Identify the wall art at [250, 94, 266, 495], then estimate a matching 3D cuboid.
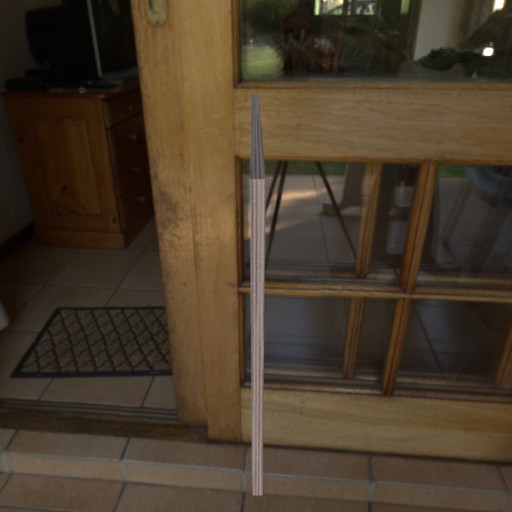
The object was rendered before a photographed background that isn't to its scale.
[{"bbox_3d":[0.000,0.000,0.682,0.013,0.406,0.508,0,28,0],"label":"wall art"}]
